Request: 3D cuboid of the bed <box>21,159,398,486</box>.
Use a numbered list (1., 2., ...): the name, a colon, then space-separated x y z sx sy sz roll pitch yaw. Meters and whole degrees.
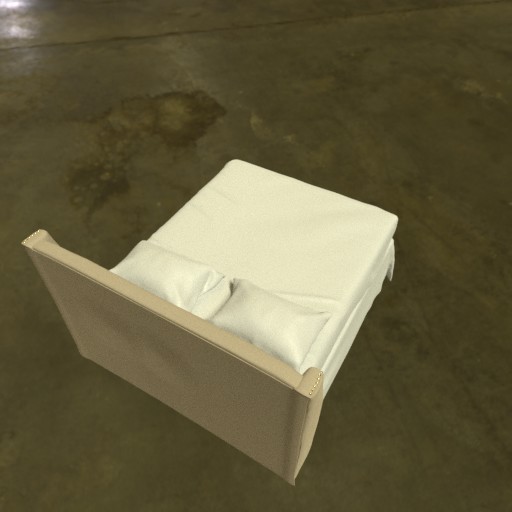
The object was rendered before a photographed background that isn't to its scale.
1. bed: 0.000 0.000 3.406 1.925 1.332 2.276 23 52 20
